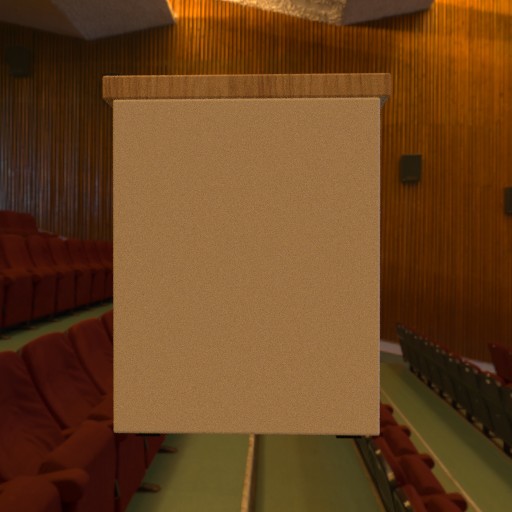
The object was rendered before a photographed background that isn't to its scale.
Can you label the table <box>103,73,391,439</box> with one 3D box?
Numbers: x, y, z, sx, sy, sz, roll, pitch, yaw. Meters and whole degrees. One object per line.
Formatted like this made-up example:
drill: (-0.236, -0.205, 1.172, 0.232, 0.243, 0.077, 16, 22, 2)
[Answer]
table: (0.000, 0.000, 0.782, 0.360, 0.440, 0.500, 0, 0, 1)
